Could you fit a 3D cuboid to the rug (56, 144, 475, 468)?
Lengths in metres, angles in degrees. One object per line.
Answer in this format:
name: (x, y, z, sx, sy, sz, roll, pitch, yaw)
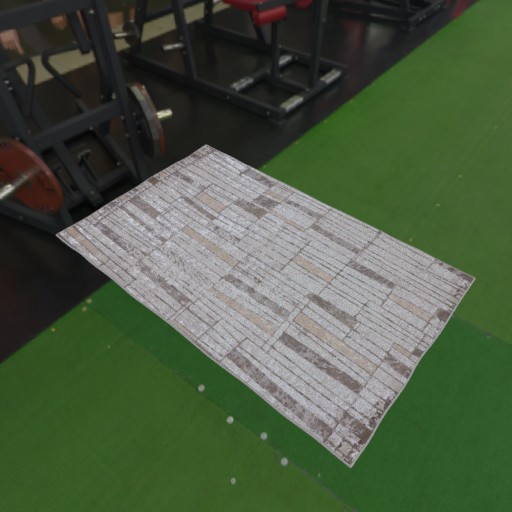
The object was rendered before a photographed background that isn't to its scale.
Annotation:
rug: (0.000, 0.000, 3.011, 2.444, 0.023, 1.531, 31, 54, 26)
